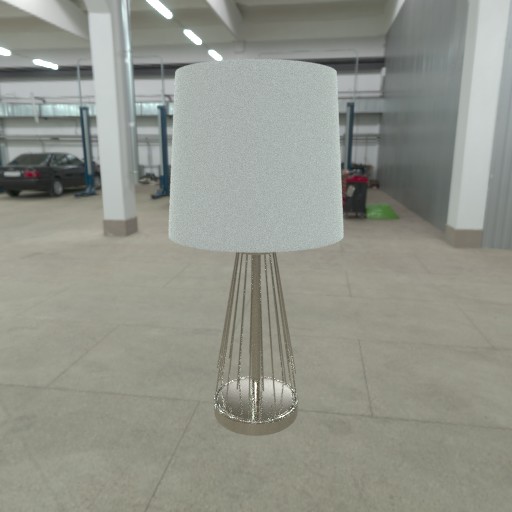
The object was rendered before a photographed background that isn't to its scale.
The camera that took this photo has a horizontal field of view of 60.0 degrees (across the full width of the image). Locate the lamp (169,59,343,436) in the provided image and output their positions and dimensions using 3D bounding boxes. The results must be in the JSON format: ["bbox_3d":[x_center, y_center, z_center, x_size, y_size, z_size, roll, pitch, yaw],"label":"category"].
[{"bbox_3d":[0.000,0.000,0.791,0.303,0.618,0.303,0,14,0],"label":"lamp"}]
